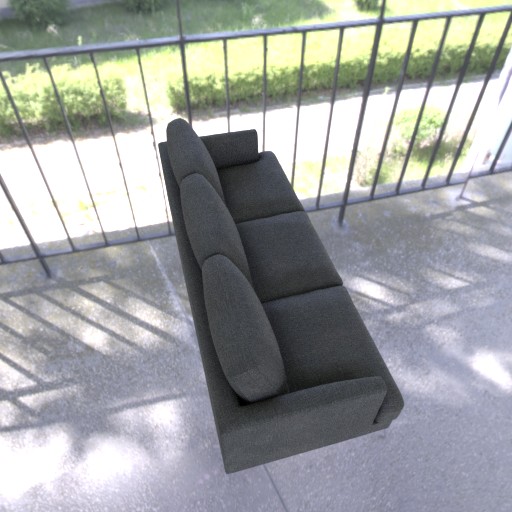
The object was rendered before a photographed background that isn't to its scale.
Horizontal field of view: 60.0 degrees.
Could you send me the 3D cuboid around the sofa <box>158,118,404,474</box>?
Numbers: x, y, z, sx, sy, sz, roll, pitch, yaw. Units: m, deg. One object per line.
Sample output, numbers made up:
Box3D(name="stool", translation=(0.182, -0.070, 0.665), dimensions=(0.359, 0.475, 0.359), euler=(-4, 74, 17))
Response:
Box3D(name="sofa", translation=(0.000, 0.000, 2.751), dimensions=(0.903, 0.930, 2.246), euler=(-11, 48, -10))
